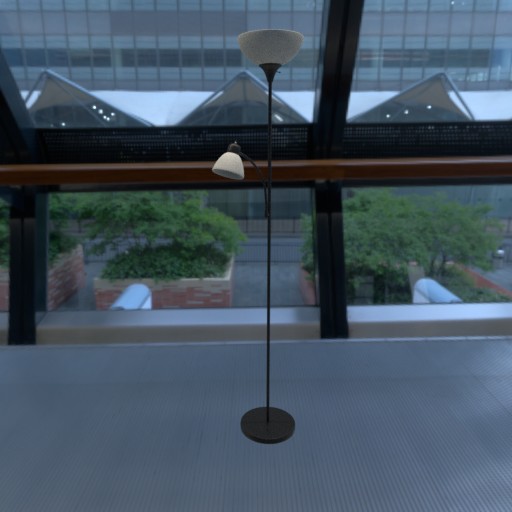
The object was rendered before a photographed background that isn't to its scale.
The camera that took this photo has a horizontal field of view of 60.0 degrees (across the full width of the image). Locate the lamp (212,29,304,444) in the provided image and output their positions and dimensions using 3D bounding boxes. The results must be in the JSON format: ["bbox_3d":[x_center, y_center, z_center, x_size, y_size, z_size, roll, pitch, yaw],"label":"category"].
[{"bbox_3d":[0.000,0.000,1.964,0.279,1.804,0.442,13,19,43],"label":"lamp"}]
